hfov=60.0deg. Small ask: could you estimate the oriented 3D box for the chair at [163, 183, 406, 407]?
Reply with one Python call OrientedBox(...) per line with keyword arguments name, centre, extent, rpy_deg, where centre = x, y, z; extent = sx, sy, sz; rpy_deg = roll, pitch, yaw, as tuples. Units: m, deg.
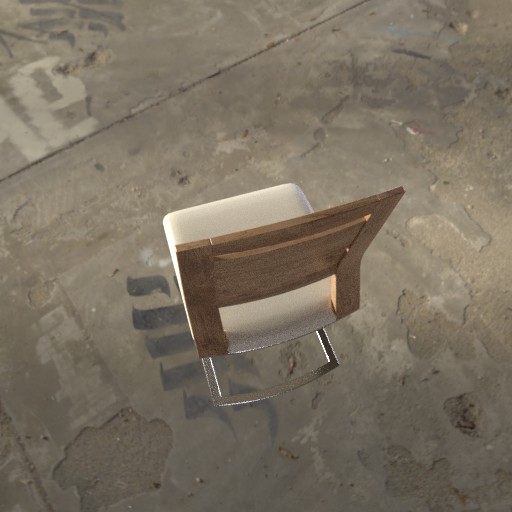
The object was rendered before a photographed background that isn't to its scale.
OrientedBox(name="chair", centre=(0.000, 0.000, 1.254), extent=(0.457, 0.955, 0.561), rpy_deg=(-15, 60, -9))
